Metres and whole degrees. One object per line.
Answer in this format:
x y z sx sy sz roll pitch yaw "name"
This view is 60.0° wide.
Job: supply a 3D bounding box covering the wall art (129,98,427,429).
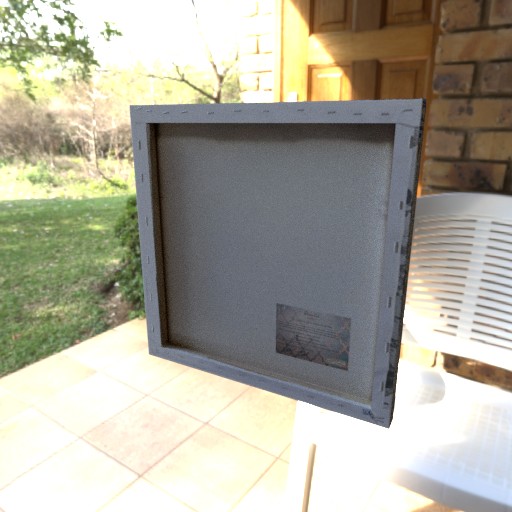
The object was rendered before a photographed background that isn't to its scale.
0.000 0.000 0.926 0.609 0.607 0.036 9 19 27 "wall art"
